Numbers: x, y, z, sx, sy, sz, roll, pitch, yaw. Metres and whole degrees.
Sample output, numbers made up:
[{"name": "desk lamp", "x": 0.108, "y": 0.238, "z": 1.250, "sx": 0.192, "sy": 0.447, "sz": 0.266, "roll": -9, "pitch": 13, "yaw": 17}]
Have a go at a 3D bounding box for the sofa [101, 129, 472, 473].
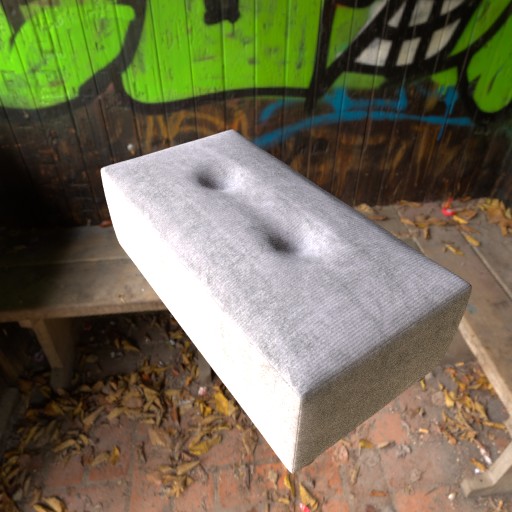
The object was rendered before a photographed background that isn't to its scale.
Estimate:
[{"name": "sofa", "x": 0.000, "y": 0.000, "z": 1.171, "sx": 0.480, "sy": 0.330, "sz": 0.930, "roll": -24, "pitch": 46, "yaw": -26}]
